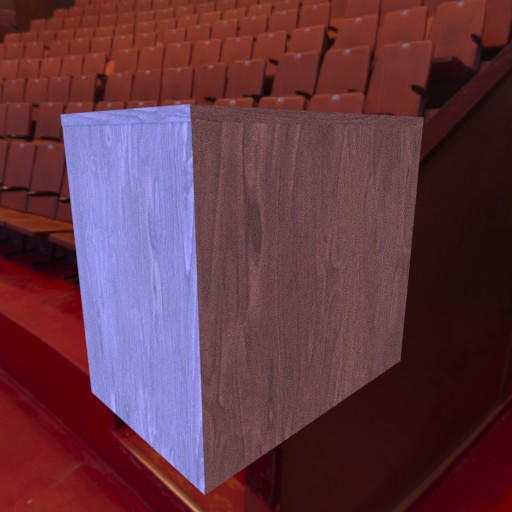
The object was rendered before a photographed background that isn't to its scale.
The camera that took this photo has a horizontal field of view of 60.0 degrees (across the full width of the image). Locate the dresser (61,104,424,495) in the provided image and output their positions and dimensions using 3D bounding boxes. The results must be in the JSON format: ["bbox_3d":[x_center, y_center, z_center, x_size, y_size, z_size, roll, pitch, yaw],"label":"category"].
[{"bbox_3d":[0.000,0.000,1.265,0.809,0.762,0.529,-14,21,-42],"label":"dresser"}]
